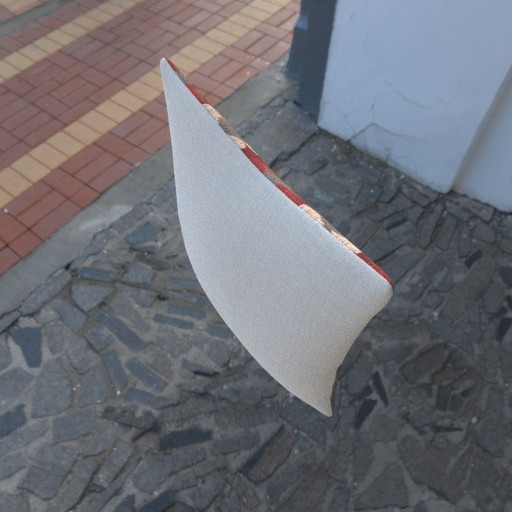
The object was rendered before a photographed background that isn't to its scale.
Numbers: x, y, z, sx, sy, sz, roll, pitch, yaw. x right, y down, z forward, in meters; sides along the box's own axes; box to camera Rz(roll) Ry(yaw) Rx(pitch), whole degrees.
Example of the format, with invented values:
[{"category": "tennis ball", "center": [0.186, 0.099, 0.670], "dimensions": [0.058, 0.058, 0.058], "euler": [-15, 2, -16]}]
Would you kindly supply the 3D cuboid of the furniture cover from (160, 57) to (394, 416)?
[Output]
[{"category": "furniture cover", "center": [0.000, 0.000, 0.652], "dimensions": [0.145, 0.420, 0.435], "euler": [-30, 62, -18]}]
